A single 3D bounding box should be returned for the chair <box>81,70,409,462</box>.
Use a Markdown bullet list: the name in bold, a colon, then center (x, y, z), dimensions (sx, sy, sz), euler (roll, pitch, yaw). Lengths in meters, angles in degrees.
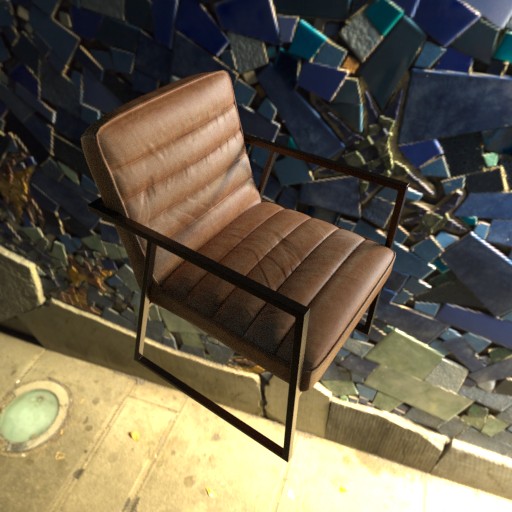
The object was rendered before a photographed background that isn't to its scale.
- **chair**: center (0.000, 0.000, 1.275), dimensions (0.677, 0.832, 0.571), euler (25, 47, 25)
